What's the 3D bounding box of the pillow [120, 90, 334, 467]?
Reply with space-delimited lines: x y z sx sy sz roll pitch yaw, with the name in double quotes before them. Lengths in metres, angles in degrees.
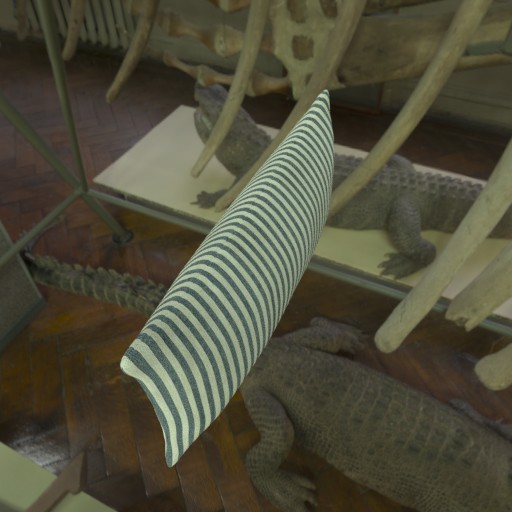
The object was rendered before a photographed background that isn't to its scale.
"pillow" 0.000 0.000 0.717 0.151 0.295 0.617 18 49 17
